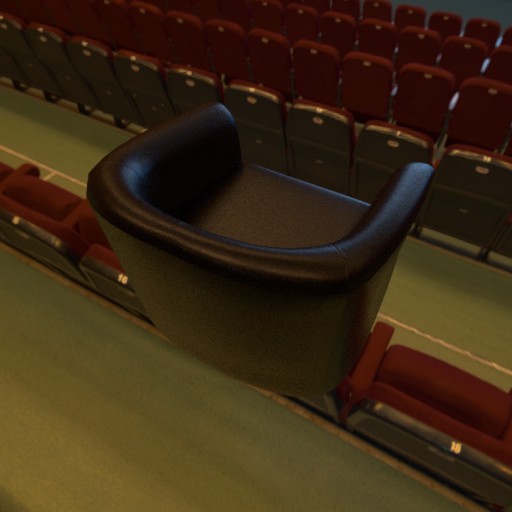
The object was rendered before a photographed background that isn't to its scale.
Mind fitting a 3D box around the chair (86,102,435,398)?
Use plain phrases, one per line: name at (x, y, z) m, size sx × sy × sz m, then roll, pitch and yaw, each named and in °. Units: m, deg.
chair at (0.000, 0.000, 1.351) m, size 0.793 × 0.756 × 0.727 m, roll 23°, pitch 51°, yaw 20°
